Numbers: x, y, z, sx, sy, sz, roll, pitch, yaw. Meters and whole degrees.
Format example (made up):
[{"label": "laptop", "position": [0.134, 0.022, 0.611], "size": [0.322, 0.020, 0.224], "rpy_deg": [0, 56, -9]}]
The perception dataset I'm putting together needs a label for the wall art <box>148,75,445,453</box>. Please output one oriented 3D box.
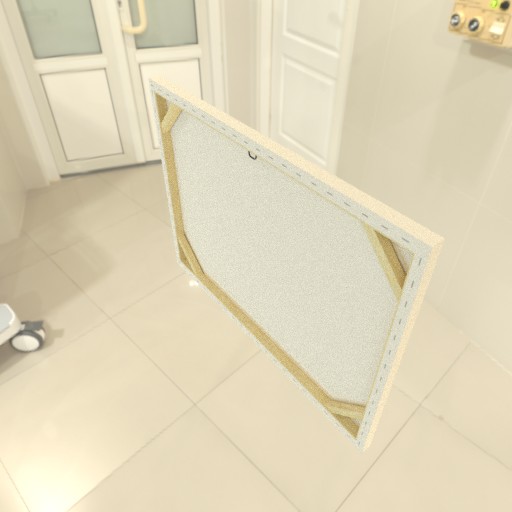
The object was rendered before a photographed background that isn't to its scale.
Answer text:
[{"label": "wall art", "position": [0.000, 0.000, 1.311], "size": [0.038, 0.762, 1.016], "rpy_deg": [-27, 48, -28]}]
